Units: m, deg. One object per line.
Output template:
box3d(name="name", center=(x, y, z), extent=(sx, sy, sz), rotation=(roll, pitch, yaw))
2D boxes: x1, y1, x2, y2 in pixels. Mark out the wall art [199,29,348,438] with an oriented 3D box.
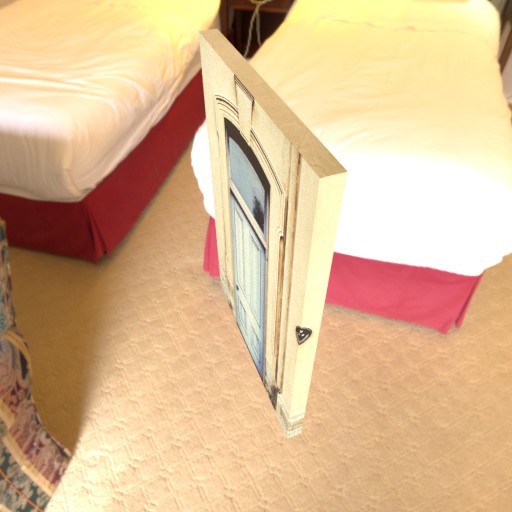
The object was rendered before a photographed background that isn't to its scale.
box3d(name="wall art", center=(0.000, 0.000, 0.964), extent=(0.038, 0.764, 0.508), rotation=(-16, 48, -15))
